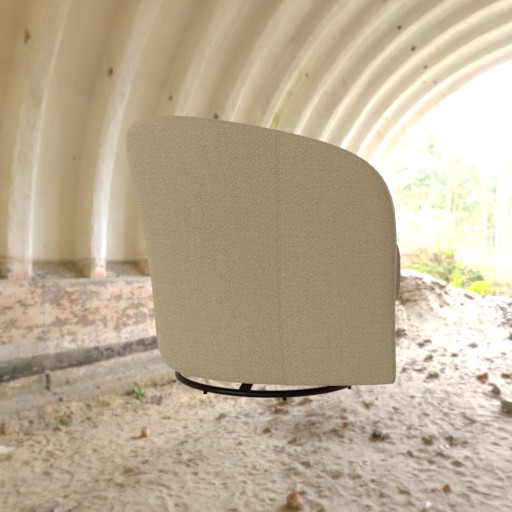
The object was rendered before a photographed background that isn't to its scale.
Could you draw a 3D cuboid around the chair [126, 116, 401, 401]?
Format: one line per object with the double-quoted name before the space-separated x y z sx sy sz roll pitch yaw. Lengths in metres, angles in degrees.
"chair" 0.000 0.000 1.455 0.815 0.771 0.791 0 -2 0
